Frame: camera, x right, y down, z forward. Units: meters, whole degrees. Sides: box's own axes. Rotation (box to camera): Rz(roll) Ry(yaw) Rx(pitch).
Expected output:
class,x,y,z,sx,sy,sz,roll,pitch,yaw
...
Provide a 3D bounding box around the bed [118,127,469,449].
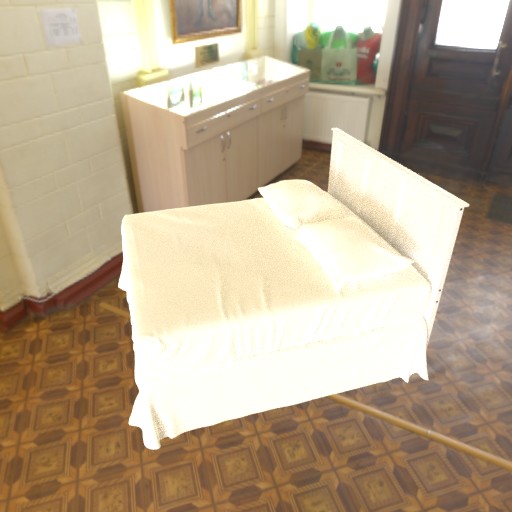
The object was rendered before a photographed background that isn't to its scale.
class,x,y,z,sx,sy,sz,roll,pitch,yaw
bed,0.000,0.000,3.201,2.047,1.269,1.876,-9,32,-15
